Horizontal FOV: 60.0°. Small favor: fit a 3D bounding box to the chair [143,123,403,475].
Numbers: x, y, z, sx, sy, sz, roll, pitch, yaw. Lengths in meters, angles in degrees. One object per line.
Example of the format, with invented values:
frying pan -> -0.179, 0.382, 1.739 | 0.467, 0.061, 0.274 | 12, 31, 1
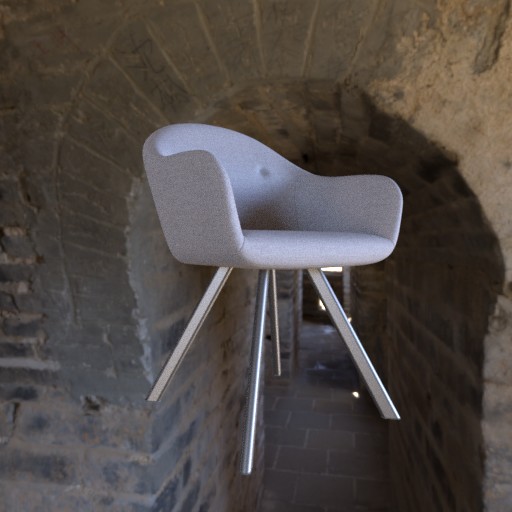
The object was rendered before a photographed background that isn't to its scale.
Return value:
chair -> 0.000, 0.000, 1.160 | 0.540, 0.780, 0.570 | -1, 2, -35
